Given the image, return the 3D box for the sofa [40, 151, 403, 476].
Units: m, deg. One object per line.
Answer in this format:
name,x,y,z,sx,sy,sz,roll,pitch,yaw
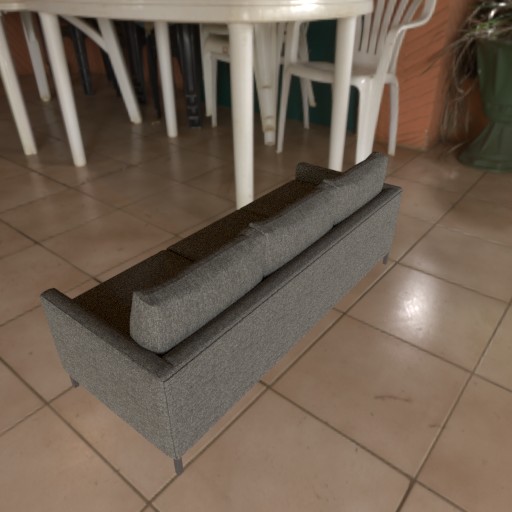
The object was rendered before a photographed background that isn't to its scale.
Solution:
sofa,0.000,0.000,2.664,0.876,0.879,2.253,23,38,31
